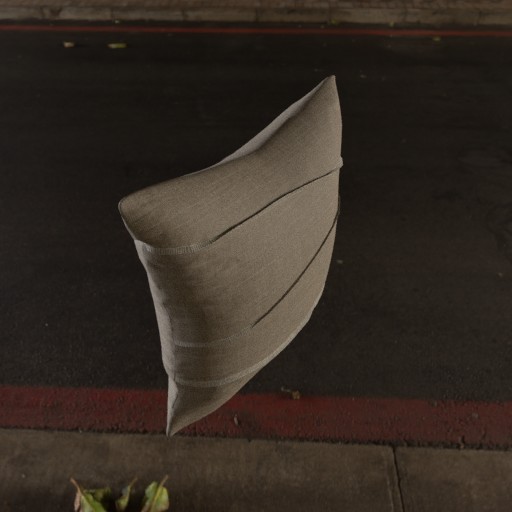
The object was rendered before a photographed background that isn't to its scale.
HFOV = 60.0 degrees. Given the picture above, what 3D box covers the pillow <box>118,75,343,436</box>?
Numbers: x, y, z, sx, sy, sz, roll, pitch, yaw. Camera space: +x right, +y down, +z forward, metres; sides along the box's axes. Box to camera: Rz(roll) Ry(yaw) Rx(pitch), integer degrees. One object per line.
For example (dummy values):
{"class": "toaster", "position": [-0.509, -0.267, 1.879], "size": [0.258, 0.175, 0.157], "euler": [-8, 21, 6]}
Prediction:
{"class": "pillow", "position": [0.000, 0.000, 0.638], "size": [0.169, 0.400, 0.424], "euler": [24, 46, 26]}
